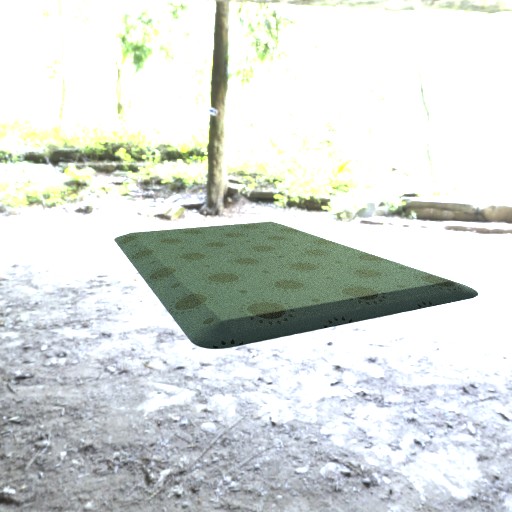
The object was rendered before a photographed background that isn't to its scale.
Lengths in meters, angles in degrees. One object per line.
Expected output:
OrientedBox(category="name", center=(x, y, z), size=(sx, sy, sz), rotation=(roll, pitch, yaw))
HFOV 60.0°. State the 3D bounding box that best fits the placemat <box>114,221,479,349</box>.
OrientedBox(category="placemat", center=(0.000, 0.000, 0.973), size=(0.508, 0.021, 0.762), rotation=(-6, 15, -24))
